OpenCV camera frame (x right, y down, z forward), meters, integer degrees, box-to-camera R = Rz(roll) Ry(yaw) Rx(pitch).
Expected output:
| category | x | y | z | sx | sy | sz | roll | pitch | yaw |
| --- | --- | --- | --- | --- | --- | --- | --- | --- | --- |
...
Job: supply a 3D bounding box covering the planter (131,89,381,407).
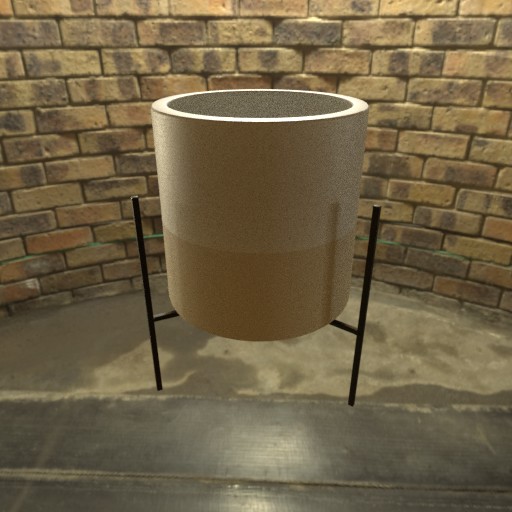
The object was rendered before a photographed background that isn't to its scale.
| category | x | y | z | sx | sy | sz | roll | pitch | yaw |
| --- | --- | --- | --- | --- | --- | --- | --- | --- | --- |
| planter | 0.000 | 0.000 | 0.552 | 0.267 | 0.362 | 0.263 | -18 | 32 | -31 |
